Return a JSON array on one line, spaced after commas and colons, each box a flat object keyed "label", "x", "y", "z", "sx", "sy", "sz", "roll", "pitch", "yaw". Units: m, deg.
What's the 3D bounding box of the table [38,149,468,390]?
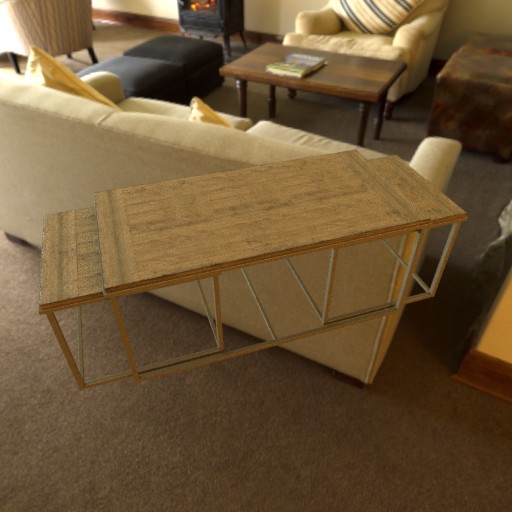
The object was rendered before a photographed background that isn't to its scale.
[{"label": "table", "x": 0.000, "y": 0.000, "z": 1.547, "sx": 1.312, "sy": 0.427, "sz": 0.489, "roll": -12, "pitch": 42, "yaw": -14}]
